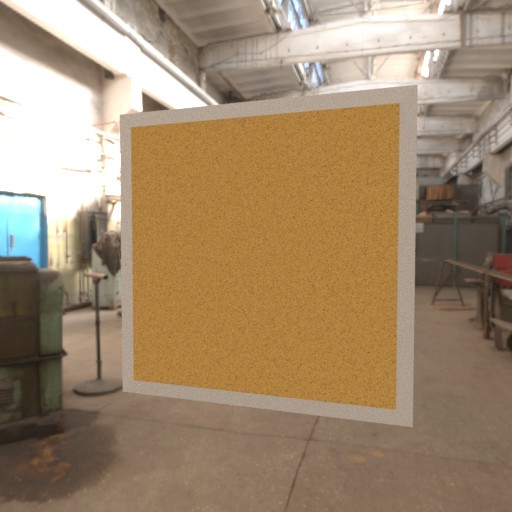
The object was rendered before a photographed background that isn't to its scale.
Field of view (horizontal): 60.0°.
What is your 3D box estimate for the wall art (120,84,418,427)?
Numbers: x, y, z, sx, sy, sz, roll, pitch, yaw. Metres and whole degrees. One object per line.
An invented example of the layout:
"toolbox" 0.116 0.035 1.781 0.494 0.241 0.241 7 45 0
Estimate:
"wall art" 0.000 0.000 1.911 1.289 1.291 0.098 1 2 18
